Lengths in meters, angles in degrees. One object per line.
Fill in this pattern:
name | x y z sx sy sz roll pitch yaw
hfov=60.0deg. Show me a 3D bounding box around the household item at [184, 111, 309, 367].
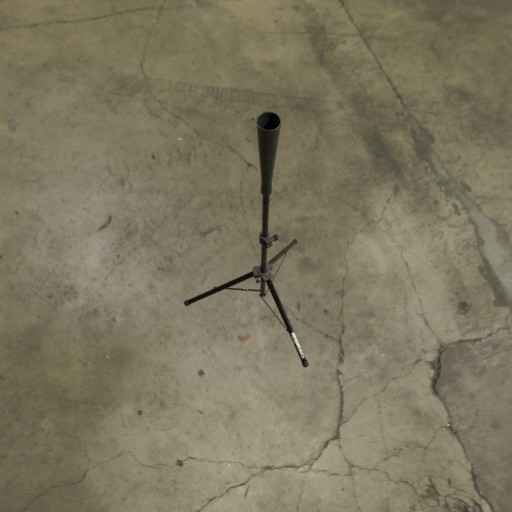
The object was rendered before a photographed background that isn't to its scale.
household item | 0.000 0.000 1.389 0.559 1.067 0.559 -15 64 -8
